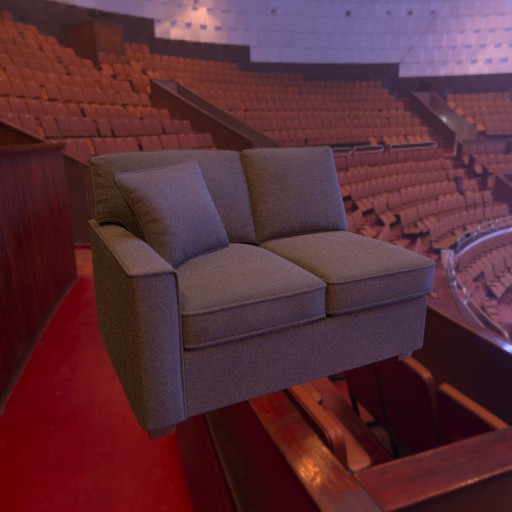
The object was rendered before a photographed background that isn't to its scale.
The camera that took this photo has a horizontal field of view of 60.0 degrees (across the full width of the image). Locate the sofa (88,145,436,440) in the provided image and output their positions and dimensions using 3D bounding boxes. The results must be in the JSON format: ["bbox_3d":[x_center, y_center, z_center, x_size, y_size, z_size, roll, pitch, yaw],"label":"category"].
[{"bbox_3d":[0.000,0.000,2.115,1.388,0.989,0.991,-8,18,-27],"label":"sofa"}]
